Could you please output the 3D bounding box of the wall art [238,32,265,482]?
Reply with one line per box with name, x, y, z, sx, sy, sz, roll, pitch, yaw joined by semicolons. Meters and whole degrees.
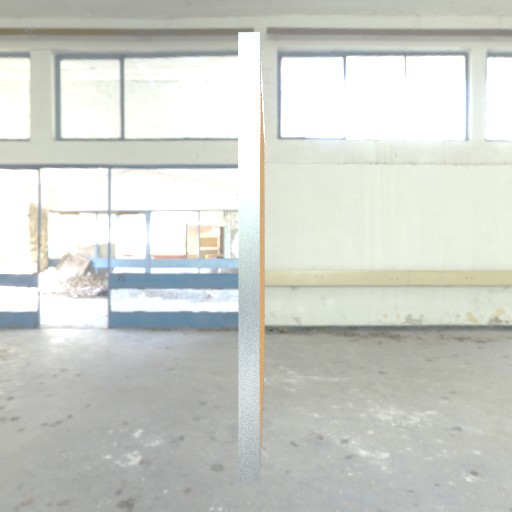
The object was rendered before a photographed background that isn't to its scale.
wall art;0.000;0.000;1.198;0.038;0.806;0.806;0;1;2
